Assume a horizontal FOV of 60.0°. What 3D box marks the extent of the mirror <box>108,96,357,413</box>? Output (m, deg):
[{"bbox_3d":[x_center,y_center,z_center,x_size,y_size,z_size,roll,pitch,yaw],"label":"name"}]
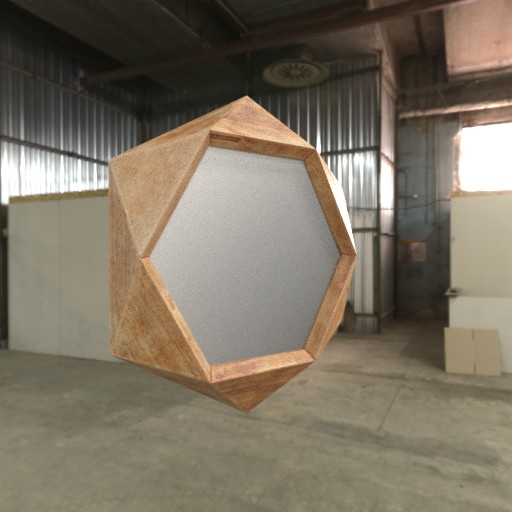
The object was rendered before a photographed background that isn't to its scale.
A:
[{"bbox_3d":[0.000,0.000,1.056,0.675,0.779,0.091,-1,1,-36],"label":"mirror"}]
